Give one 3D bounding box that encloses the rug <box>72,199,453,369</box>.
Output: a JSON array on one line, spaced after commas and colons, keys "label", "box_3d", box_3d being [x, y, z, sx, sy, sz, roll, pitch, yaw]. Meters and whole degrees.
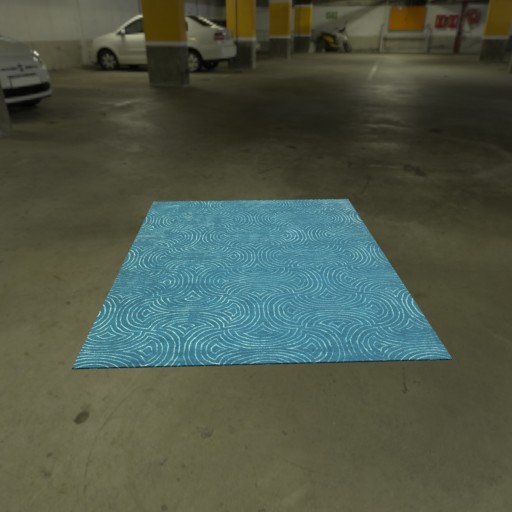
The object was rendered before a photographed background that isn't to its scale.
[{"label": "rug", "box_3d": [0.000, 0.000, 4.173, 2.432, 0.012, 3.033, -1, 27, -2]}]
